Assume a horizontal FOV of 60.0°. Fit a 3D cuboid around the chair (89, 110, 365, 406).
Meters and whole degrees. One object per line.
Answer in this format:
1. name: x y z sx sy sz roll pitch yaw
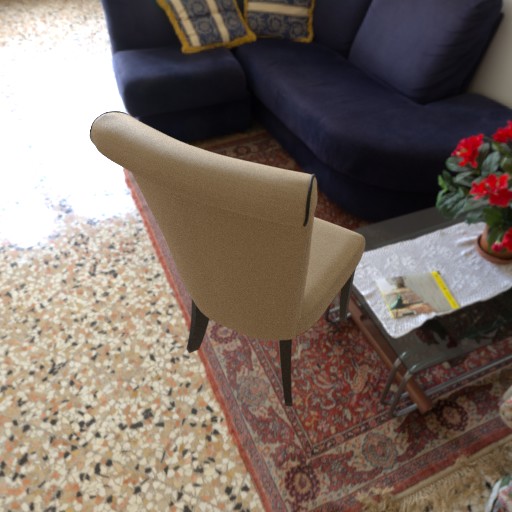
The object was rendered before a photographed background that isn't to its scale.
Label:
1. chair: 0.000 0.000 1.335 0.522 0.997 0.623 23 49 21
